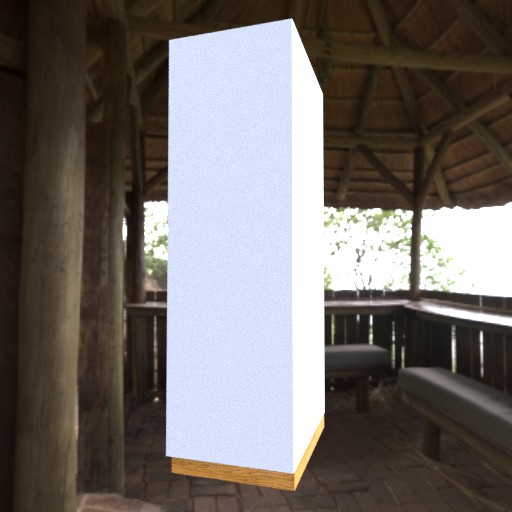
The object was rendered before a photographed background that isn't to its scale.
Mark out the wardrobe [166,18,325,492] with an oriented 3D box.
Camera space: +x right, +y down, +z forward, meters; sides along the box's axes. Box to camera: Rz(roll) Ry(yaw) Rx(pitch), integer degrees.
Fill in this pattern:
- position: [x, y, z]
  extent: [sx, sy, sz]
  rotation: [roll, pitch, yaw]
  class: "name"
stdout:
- position: [0.000, 0.000, 2.400]
  extent: [0.600, 2.040, 0.860]
  rotation: [-1, -2, 17]
  class: "wardrobe"
